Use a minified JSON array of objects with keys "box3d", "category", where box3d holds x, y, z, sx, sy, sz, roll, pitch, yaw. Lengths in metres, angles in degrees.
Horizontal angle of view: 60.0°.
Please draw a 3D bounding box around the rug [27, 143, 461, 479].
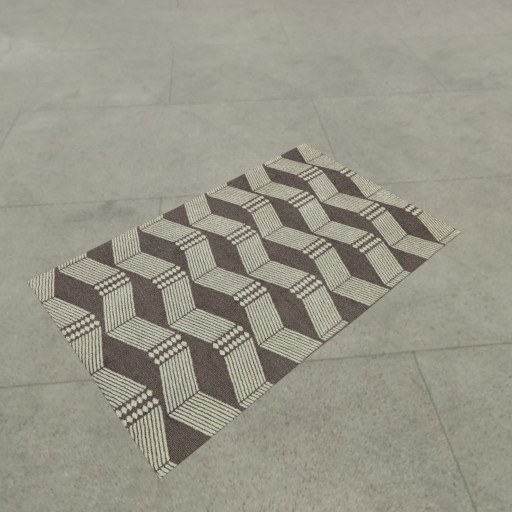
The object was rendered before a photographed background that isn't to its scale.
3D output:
[{"box3d":[0.000,0.000,2.901,2.435,0.011,1.517,-32,54,-27],"category":"rug"}]
